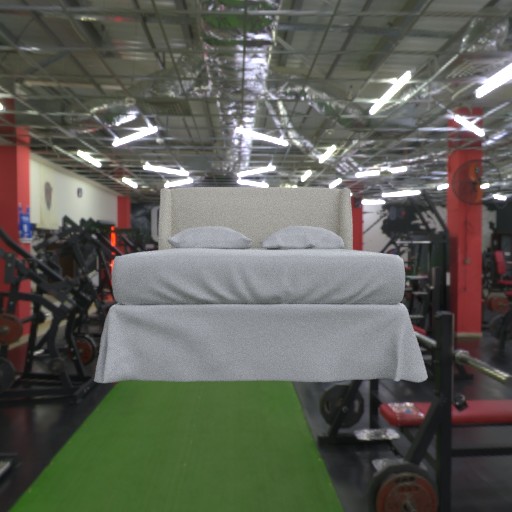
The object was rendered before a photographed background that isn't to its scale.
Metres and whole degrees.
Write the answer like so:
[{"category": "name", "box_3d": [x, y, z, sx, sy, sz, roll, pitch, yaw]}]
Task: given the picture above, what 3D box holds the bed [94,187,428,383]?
[{"category": "bed", "box_3d": [0.000, 0.000, 3.454, 1.925, 1.332, 2.276, 0, 2, 0]}]
